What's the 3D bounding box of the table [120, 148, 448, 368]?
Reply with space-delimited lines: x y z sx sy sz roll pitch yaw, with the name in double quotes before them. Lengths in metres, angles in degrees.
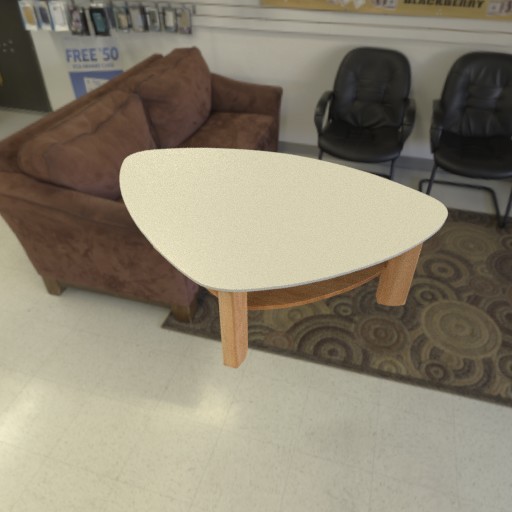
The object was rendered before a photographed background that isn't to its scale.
"table" 0.000 0.000 1.667 1.250 0.440 0.850 12 40 15
